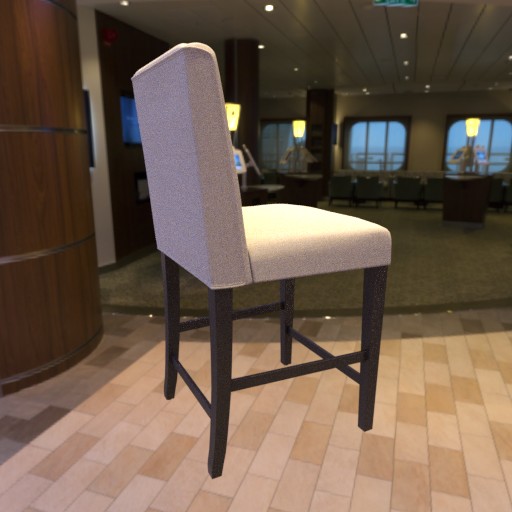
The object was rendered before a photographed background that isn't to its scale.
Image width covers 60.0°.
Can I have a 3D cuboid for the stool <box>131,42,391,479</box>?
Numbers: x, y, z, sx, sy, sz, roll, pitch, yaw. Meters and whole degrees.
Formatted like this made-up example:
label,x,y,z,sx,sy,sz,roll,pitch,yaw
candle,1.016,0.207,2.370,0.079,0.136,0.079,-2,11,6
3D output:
label,x,y,z,sx,sy,sz,roll,pitch,yaw
stool,0.000,0.000,1.182,0.509,0.939,0.474,-7,16,-26
